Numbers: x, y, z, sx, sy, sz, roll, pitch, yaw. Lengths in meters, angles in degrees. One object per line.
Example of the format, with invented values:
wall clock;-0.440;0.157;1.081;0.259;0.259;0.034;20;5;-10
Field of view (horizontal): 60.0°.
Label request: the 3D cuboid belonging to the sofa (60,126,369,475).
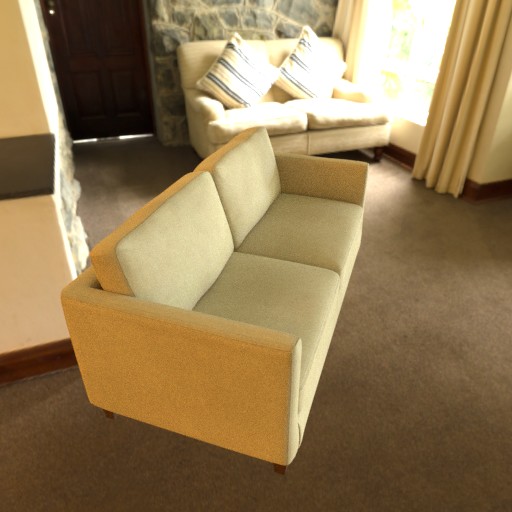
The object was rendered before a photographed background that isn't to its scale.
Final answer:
sofa;0.000;0.000;2.371;0.950;0.940;1.846;10;33;16
